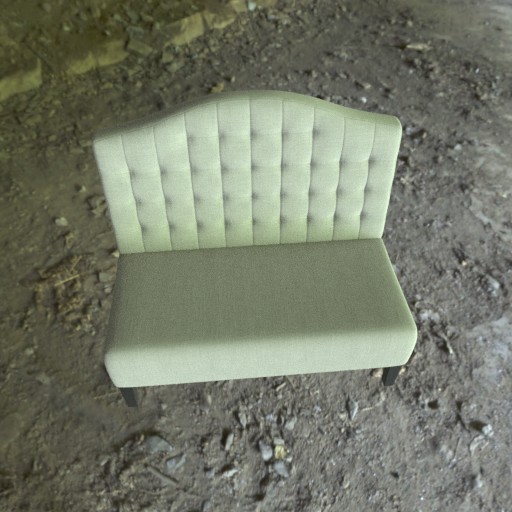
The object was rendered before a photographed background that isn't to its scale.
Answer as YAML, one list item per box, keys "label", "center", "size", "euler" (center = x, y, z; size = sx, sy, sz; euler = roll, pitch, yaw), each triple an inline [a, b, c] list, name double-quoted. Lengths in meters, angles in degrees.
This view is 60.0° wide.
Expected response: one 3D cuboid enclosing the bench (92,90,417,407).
- label: "bench"
  center: [0.000, 0.000, 1.994]
  size: [1.335, 1.180, 0.815]
  euler: [-4, 47, -3]
